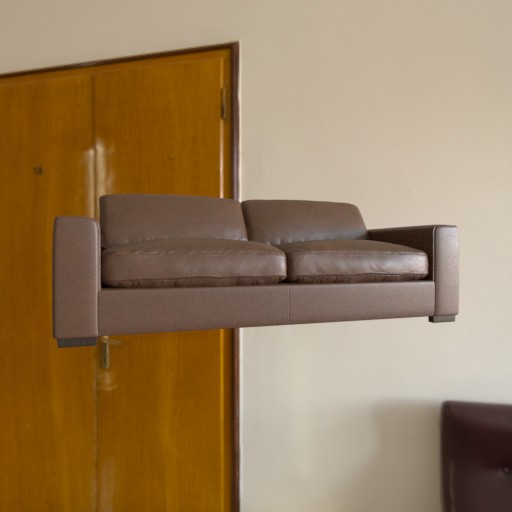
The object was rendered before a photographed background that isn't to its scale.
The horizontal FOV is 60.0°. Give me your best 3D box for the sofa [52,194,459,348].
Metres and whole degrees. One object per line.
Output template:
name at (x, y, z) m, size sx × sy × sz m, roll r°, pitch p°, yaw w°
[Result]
sofa at (0.000, 0.000, 2.790) m, size 2.262 × 0.801 × 1.070 m, roll 0°, pitch 1°, yaw -19°
